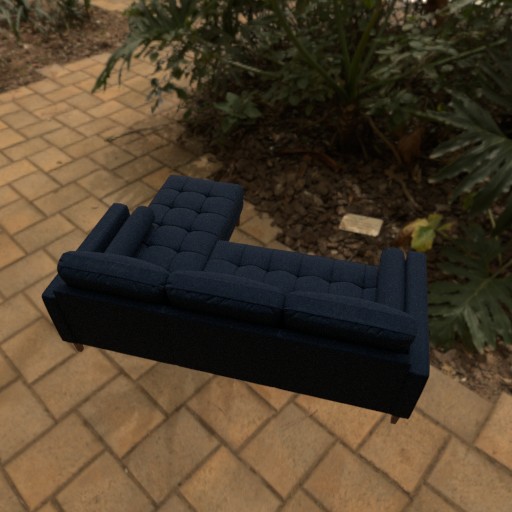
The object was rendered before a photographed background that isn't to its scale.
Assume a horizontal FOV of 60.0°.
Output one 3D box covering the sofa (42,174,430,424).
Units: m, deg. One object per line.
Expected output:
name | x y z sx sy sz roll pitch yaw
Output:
sofa | 0.000 0.000 3.021 2.185 0.841 1.613 10 45 10
